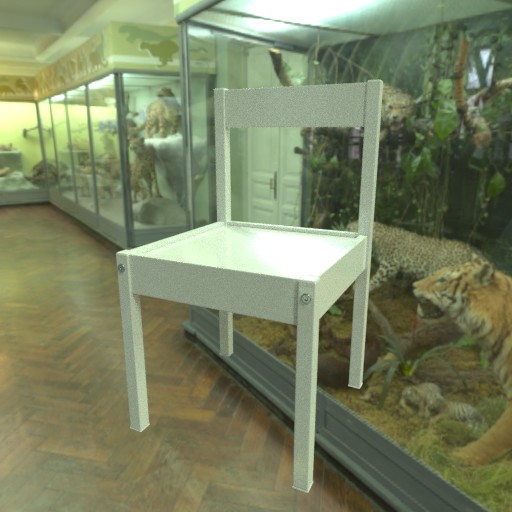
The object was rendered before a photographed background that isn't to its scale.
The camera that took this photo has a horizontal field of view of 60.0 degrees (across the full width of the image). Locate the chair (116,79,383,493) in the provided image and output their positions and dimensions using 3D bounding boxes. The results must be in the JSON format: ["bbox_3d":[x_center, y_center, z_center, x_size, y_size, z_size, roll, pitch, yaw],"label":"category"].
[{"bbox_3d":[0.000,0.000,0.664,0.285,0.505,0.285,7,17,25],"label":"chair"}]
